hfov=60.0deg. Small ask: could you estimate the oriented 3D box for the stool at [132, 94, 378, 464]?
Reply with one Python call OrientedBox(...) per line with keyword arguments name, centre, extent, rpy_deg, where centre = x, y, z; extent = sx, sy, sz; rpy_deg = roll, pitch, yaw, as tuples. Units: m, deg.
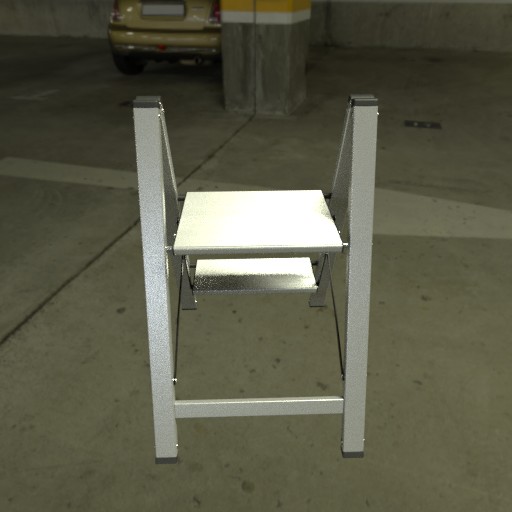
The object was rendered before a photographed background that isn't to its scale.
OrientedBox(name="stool", centre=(0.000, 0.000, 0.972), extent=(0.440, 0.670, 0.535), rpy_deg=(-1, 32, -2))
